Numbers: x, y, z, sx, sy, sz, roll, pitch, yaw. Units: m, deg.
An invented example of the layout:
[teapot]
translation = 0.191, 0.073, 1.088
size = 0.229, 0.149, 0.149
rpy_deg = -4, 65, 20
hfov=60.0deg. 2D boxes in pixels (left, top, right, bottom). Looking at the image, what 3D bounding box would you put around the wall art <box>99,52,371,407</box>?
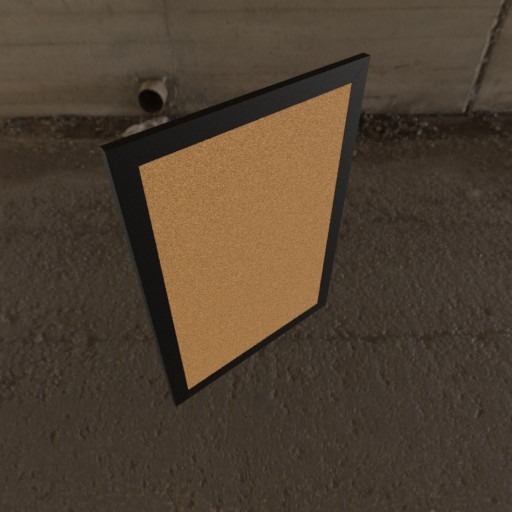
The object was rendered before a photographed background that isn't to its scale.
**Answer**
[wall art]
translation = 0.000, 0.000, 0.603
size = 0.326, 0.459, 0.011
rpy_deg = -29, 52, -26
